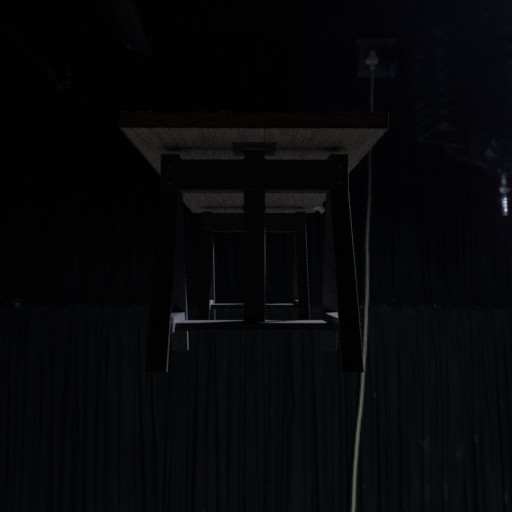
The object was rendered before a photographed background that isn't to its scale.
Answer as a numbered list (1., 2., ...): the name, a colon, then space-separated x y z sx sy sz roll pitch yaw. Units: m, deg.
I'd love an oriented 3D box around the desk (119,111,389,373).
1. desk: 0.000 0.000 1.992 0.784 0.725 1.543 0 -3 0
